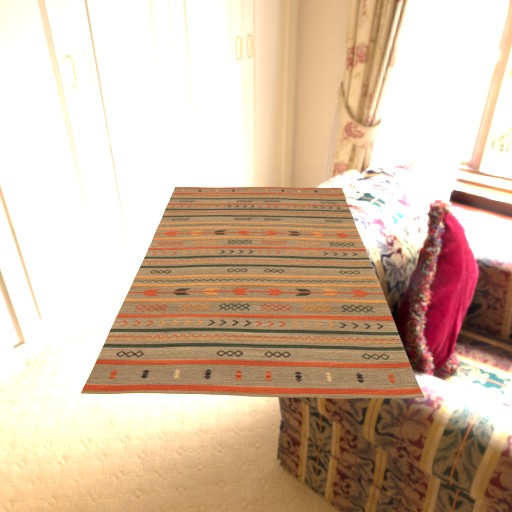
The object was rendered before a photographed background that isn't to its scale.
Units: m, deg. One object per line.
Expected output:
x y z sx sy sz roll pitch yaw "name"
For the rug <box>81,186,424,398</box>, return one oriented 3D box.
0.000 0.000 3.015 1.537 0.029 2.439 0 31 1 "rug"
